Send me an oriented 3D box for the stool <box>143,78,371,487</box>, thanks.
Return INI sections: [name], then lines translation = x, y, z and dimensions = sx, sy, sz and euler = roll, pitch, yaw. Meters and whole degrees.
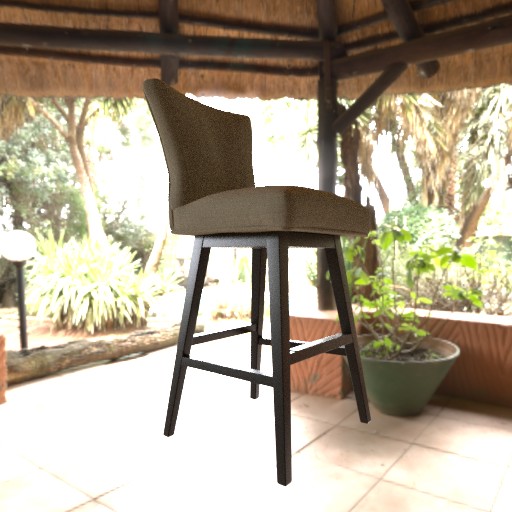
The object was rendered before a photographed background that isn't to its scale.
[stool]
translation = 0.000, 0.000, 1.409
dimensions = 0.574, 1.086, 0.514
euler = 0, 0, 37
